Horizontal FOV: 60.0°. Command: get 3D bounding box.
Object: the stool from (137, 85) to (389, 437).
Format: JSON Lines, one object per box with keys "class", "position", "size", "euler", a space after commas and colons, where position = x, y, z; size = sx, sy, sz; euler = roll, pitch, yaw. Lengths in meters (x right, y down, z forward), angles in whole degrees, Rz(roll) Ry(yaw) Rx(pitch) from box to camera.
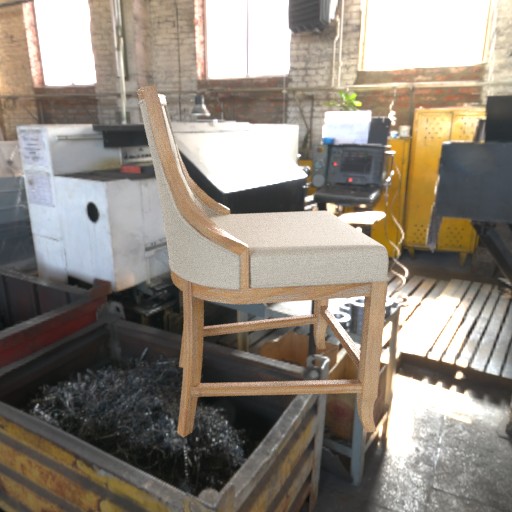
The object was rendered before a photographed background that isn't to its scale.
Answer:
{"class": "stool", "position": [0.000, 0.000, 1.347], "size": [0.626, 0.938, 0.524], "euler": [-3, 17, -8]}
